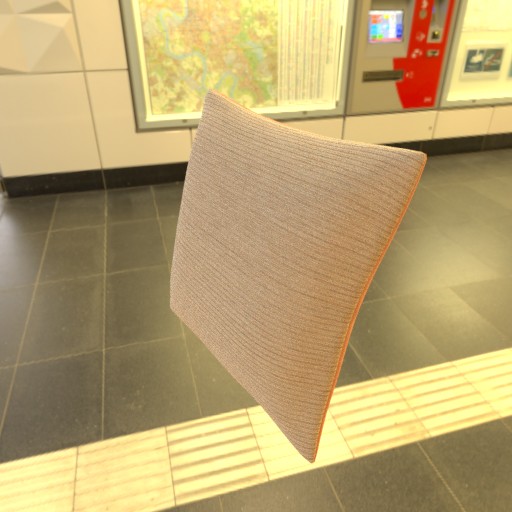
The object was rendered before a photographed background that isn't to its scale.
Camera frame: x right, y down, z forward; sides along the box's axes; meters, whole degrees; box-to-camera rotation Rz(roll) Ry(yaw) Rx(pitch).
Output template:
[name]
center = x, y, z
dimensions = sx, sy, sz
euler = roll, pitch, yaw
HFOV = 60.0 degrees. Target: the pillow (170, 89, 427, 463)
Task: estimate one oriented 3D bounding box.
[pillow]
center = 0.000, 0.000, 0.659
dimensions = 0.177, 0.401, 0.424
euler = -20, 36, -30
